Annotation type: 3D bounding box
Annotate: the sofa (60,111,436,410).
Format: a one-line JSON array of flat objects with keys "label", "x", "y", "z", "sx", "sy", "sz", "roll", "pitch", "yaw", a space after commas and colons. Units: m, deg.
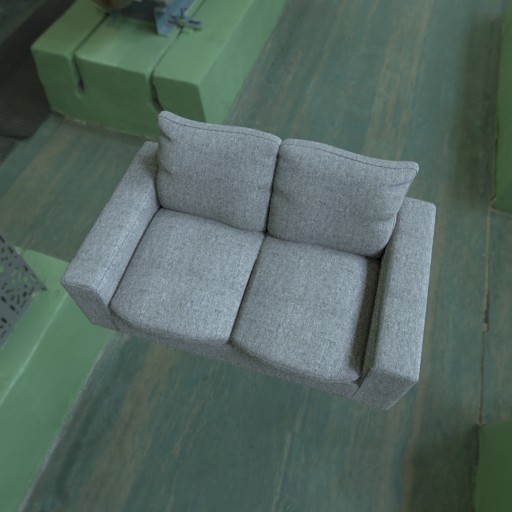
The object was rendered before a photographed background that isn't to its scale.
[{"label": "sofa", "x": 0.000, "y": 0.000, "z": 2.382, "sx": 1.758, "sy": 0.877, "sz": 1.094, "roll": 14, "pitch": 59, "yaw": 9}]
